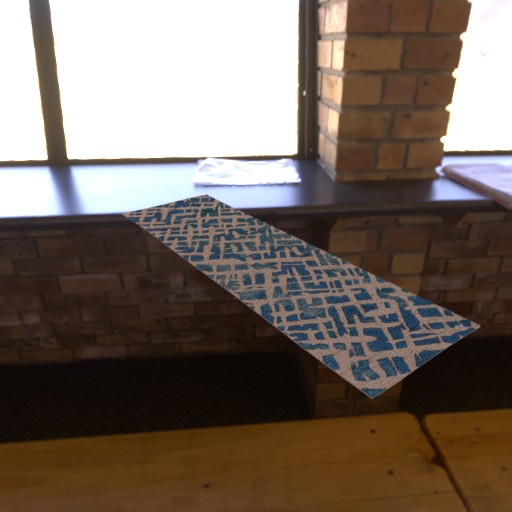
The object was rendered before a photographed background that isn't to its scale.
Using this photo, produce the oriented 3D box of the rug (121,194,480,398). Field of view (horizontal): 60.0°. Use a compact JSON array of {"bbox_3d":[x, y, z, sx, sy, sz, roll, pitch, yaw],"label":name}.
[{"bbox_3d":[0.000,0.000,2.726,0.768,0.011,2.446,-18,31,-33],"label":"rug"}]
